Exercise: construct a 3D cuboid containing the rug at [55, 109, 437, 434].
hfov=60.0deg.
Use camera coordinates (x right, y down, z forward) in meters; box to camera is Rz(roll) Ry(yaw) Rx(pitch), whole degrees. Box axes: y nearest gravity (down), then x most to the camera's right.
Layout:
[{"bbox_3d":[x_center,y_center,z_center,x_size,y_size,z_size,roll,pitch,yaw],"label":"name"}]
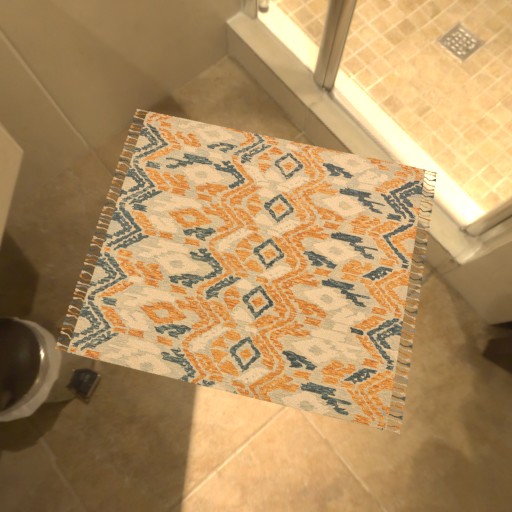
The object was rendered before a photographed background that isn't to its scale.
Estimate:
[{"bbox_3d":[0.000,0.000,4.080,3.048,0.010,2.439,13,76,3],"label":"rug"}]
